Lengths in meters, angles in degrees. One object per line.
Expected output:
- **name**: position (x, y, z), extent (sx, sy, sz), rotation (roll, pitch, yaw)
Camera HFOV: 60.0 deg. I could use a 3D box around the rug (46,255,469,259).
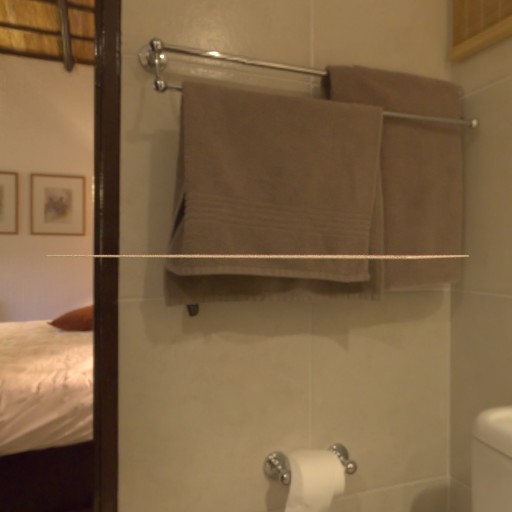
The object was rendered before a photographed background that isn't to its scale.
- **rug**: position (0.000, 0.000, 1.074), extent (0.868, 0.004, 0.556), rotation (0, 0, 33)
